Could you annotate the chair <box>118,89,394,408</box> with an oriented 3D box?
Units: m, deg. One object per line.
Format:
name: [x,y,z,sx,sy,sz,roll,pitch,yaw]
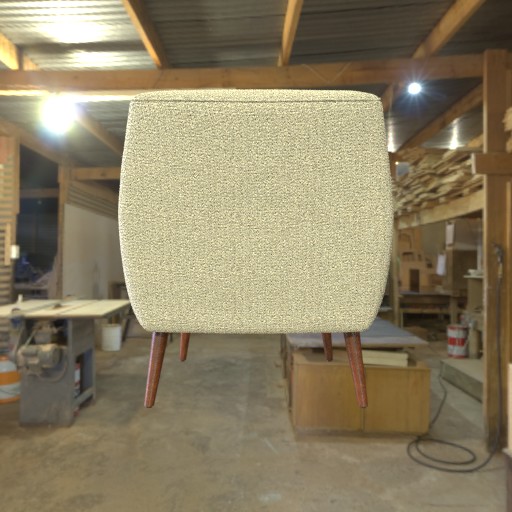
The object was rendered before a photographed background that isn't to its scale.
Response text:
chair: [0.000,0.000,1.458,0.762,0.838,0.787,0,-1,0]
